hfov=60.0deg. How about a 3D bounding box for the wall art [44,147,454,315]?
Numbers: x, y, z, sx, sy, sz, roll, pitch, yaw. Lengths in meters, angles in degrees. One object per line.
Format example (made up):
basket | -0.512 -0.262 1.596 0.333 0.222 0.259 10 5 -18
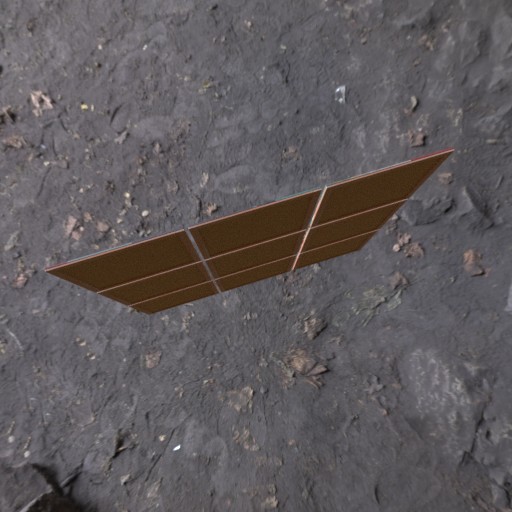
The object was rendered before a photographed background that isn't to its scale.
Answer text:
wall art | 0.000 0.000 2.312 1.521 1.519 0.013 -17 77 -4
